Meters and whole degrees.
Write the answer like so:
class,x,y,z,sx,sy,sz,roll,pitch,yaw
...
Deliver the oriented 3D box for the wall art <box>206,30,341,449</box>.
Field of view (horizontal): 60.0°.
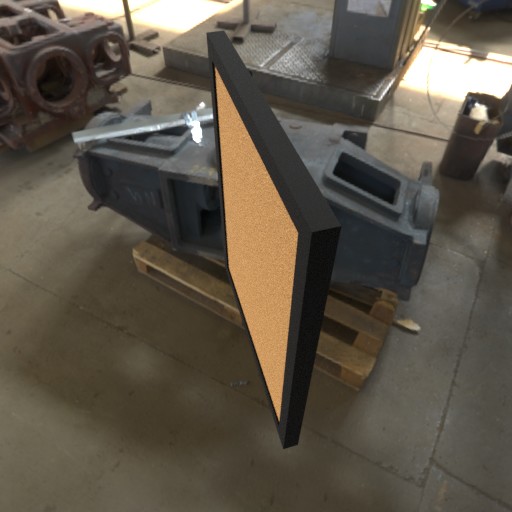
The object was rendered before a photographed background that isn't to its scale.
class,x,y,z,sx,sy,sz,roll,pitch,yaw
wall art,0.000,0.000,0.752,0.029,0.559,0.457,-12,49,-11
